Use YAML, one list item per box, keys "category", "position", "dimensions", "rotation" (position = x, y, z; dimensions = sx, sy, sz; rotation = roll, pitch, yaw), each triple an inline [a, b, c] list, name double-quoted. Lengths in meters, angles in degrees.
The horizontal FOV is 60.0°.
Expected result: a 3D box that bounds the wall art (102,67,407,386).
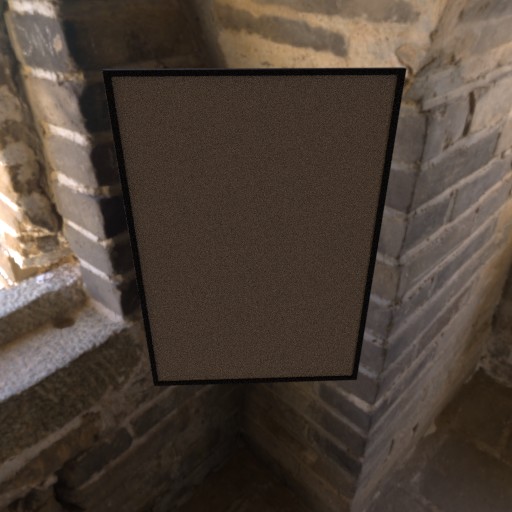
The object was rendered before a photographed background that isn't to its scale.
- category: "wall art"
  position: [0.000, 0.000, 0.841]
  dimensions: [0.460, 0.660, 0.013]
  rotation: [-1, 31, -2]
